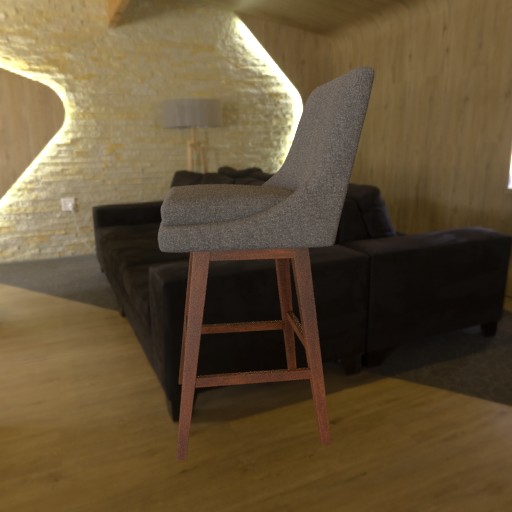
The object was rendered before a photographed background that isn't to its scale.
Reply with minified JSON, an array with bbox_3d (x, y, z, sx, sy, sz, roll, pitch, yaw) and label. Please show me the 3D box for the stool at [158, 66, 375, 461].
[{"bbox_3d":[0.000,0.000,1.398,0.572,1.068,0.489,-2,13,-8],"label":"stool"}]
